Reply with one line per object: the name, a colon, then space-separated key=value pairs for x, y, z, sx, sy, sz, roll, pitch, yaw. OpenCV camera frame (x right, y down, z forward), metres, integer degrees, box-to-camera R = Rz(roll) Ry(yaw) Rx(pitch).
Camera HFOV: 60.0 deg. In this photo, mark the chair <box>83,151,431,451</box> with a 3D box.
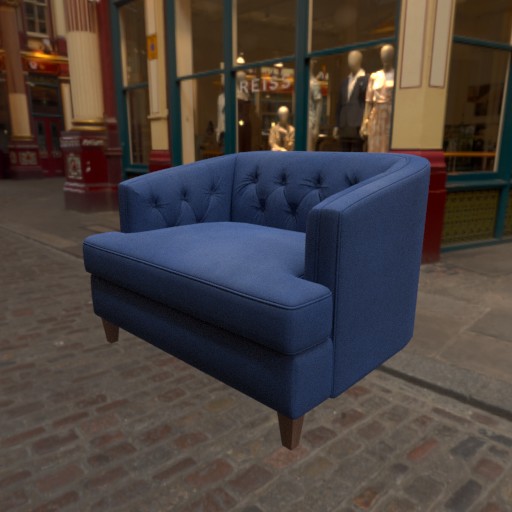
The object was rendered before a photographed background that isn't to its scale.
chair: x=0.000 y=0.000 z=1.747 sx=1.118 sy=0.787 sz=0.914 roll=13 pitch=19 yaw=42
